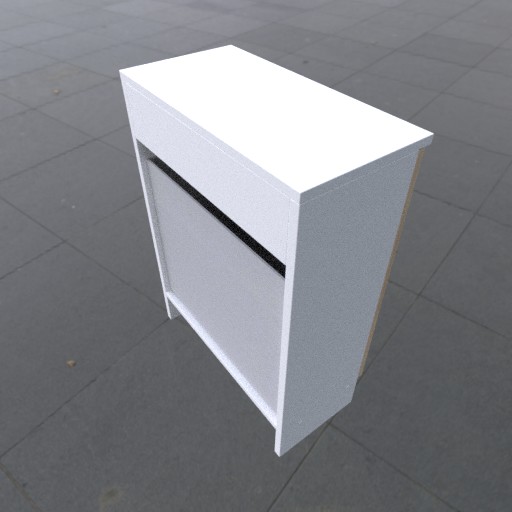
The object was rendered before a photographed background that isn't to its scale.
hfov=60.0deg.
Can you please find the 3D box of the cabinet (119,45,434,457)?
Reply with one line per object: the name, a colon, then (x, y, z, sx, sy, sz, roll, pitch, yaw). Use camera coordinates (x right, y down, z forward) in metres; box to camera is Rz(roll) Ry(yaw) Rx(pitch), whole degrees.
cabinet: (0.000, 0.000, 1.123, 0.296, 0.815, 0.600, -27, 48, -27)
